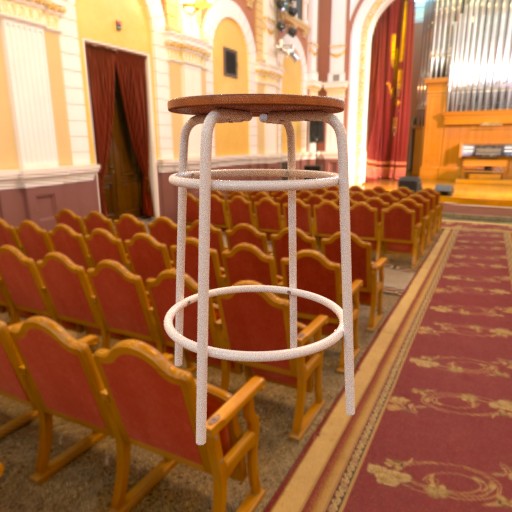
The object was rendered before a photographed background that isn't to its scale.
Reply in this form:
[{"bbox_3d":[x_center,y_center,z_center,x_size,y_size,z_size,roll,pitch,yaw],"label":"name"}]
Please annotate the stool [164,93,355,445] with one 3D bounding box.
[{"bbox_3d":[0.000,0.000,0.929,0.455,0.610,0.455,7,16,27],"label":"stool"}]
